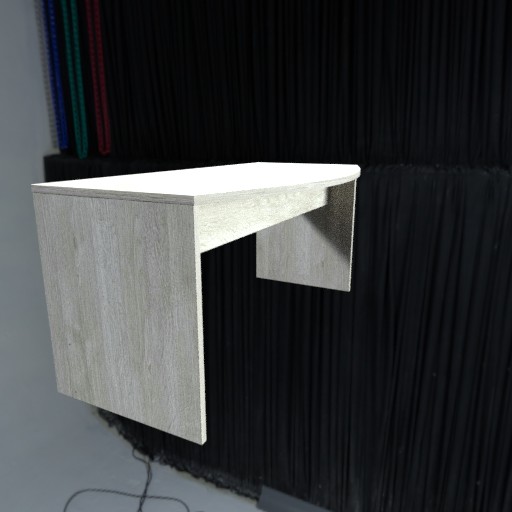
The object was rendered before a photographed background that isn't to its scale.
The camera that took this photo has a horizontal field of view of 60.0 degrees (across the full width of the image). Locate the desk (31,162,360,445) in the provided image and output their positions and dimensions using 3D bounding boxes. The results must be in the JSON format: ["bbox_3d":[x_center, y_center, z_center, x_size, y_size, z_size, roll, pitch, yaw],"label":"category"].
[{"bbox_3d":[0.000,0.000,2.031,0.802,0.752,1.600,7,16,26],"label":"desk"}]
